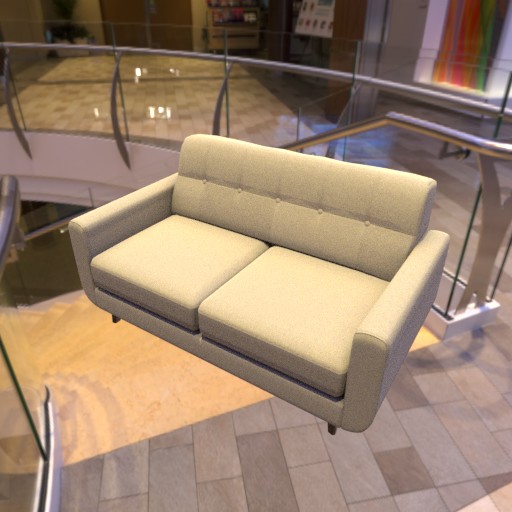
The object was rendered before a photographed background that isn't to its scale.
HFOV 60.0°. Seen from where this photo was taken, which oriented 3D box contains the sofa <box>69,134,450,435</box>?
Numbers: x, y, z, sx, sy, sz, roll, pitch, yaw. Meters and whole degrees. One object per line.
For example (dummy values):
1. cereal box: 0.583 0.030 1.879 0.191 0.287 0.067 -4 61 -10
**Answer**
1. sofa: 0.000 0.000 2.253 1.655 0.892 0.980 19 36 28
